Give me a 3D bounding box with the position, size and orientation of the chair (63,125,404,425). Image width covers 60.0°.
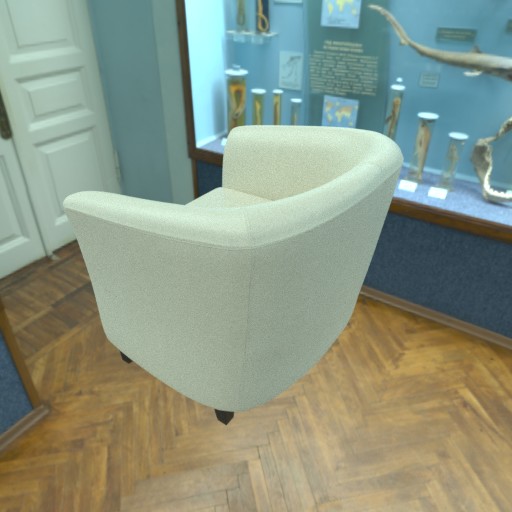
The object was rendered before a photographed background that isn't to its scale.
[{"bbox_3d":[0.000,0.000,1.381,0.727,0.756,0.792,21,39,29],"label":"chair"}]
